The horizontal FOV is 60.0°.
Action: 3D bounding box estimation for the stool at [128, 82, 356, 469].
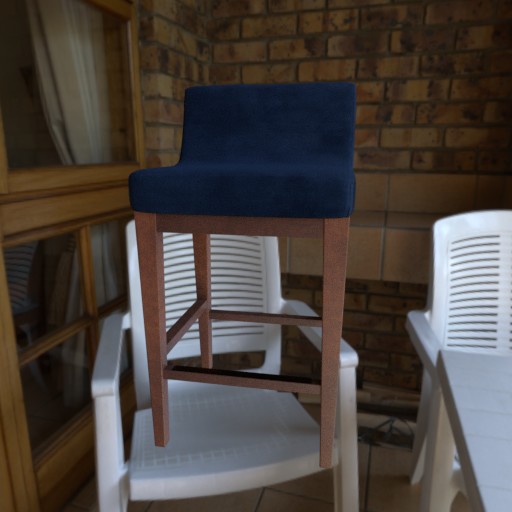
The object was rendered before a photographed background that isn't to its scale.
[{"bbox_3d":[0.000,0.000,1.231,0.511,0.945,0.516,3,14,10],"label":"stool"}]
